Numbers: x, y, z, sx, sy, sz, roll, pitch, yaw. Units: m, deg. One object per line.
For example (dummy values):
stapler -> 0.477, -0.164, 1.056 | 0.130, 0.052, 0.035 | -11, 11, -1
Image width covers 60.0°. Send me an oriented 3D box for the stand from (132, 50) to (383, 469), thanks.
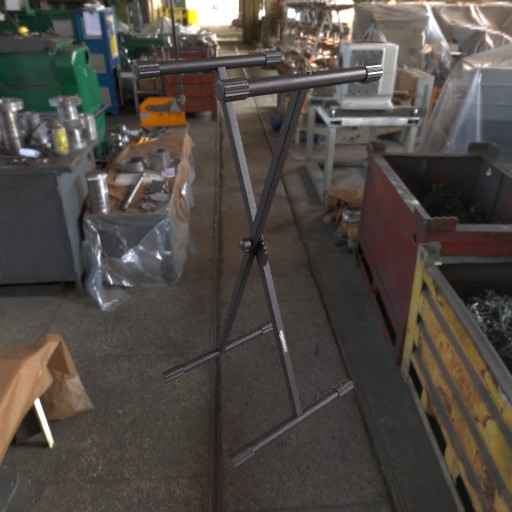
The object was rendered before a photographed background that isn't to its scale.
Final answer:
stand -> 0.000, 0.000, 1.166 | 0.449, 0.940, 0.409 | -21, 36, -32
